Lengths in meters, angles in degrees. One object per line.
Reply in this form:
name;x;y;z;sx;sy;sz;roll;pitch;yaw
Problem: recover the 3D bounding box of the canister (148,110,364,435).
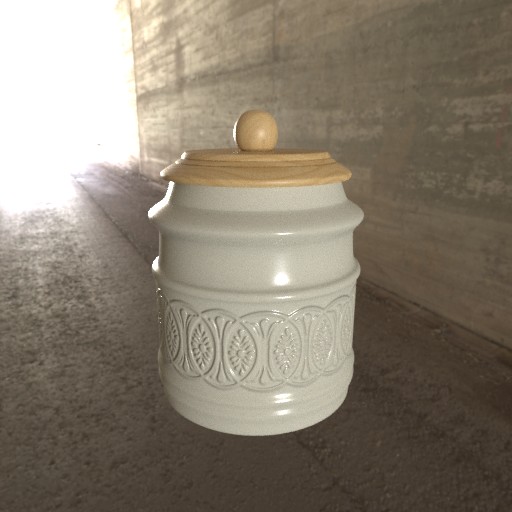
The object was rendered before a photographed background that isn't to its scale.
canister;0.000;0.000;0.282;0.130;0.176;0.130;0;16;0
